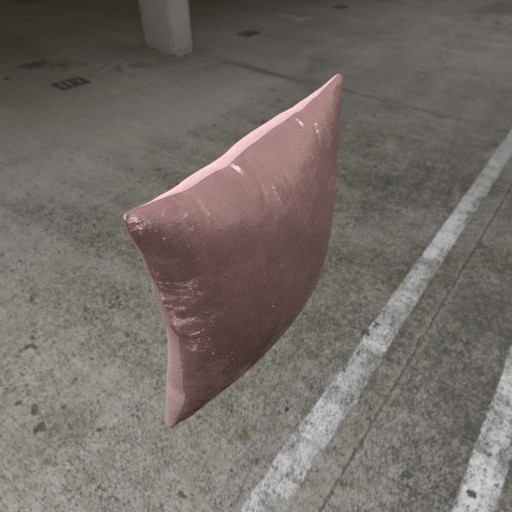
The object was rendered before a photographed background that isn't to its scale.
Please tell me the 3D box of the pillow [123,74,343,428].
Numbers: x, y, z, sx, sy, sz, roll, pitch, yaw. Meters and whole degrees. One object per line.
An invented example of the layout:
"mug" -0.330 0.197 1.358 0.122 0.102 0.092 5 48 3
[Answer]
"pillow" 0.000 0.000 0.729 0.175 0.464 0.470 26 48 26
